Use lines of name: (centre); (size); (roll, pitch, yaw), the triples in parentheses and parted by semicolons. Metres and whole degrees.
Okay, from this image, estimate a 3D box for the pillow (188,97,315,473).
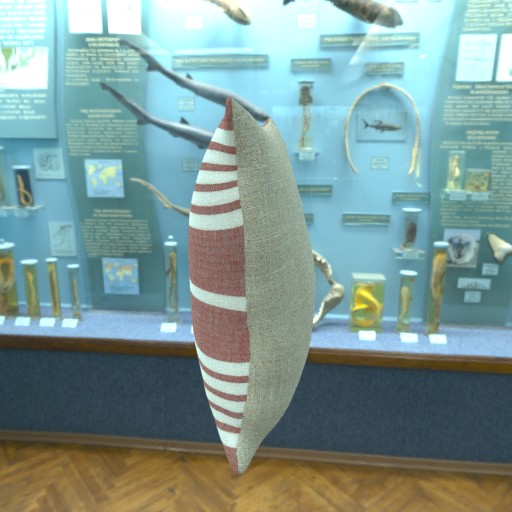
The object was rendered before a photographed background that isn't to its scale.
pillow: (0.000, 0.000, 0.675); (0.182, 0.427, 0.439); (2, 14, 7)
